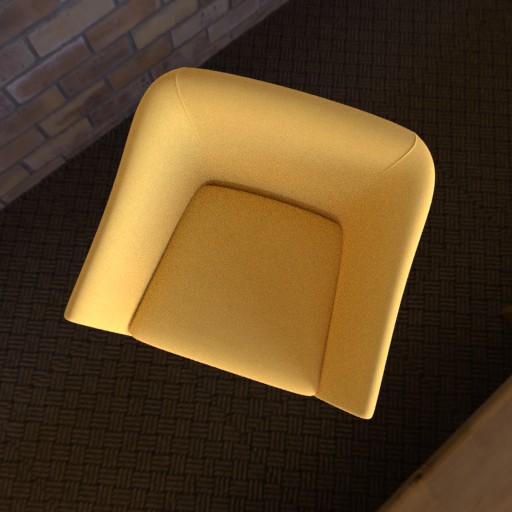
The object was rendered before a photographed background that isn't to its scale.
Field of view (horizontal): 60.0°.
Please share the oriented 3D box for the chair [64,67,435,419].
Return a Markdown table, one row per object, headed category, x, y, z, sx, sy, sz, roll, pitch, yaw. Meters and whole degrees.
| category | x | y | z | sx | sy | sz | roll | pitch | yaw |
| --- | --- | --- | --- | --- | --- | --- | --- | --- | --- |
| chair | 0.000 | 0.000 | 1.343 | 0.790 | 0.720 | 0.700 | 17 | 78 | 4 |
